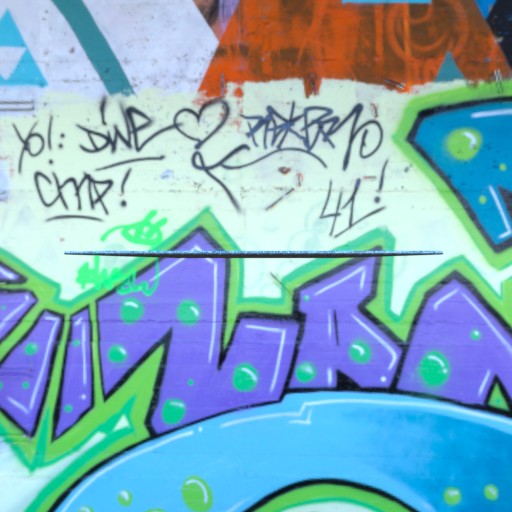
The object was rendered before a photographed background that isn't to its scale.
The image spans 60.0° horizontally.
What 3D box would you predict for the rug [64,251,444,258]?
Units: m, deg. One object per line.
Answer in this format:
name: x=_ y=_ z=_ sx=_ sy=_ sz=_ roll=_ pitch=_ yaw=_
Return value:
rug: x=0.000 y=0.000 z=2.989 sx=1.524 sy=0.015 sz=2.438 roll=0 pitch=-1 yaw=1
